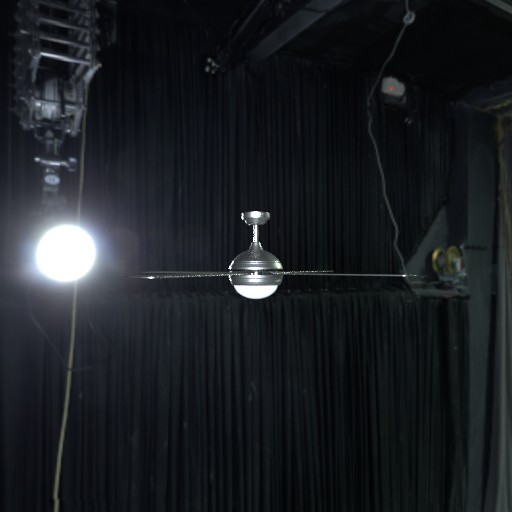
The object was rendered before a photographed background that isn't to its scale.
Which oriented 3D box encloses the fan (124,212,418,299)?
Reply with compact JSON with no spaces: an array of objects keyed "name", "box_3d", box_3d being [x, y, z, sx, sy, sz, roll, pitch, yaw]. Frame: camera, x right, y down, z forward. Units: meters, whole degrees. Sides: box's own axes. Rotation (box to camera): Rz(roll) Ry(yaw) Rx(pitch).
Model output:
[{"name":"fan","box_3d":[0.000,0.000,1.980,1.321,0.381,1.321,1,-1,-35]}]
